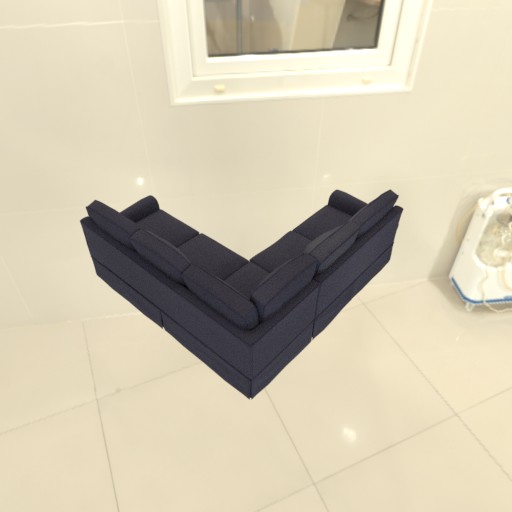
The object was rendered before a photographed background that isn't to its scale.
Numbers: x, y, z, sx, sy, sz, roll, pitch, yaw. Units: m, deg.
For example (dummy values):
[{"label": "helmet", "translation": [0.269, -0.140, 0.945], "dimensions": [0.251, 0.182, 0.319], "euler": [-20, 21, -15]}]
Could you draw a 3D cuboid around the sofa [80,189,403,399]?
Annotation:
[{"label": "sofa", "translation": [0.000, 0.000, 5.132], "dimensions": [3.773, 1.169, 2.874], "euler": [-11, 43, -13]}]
